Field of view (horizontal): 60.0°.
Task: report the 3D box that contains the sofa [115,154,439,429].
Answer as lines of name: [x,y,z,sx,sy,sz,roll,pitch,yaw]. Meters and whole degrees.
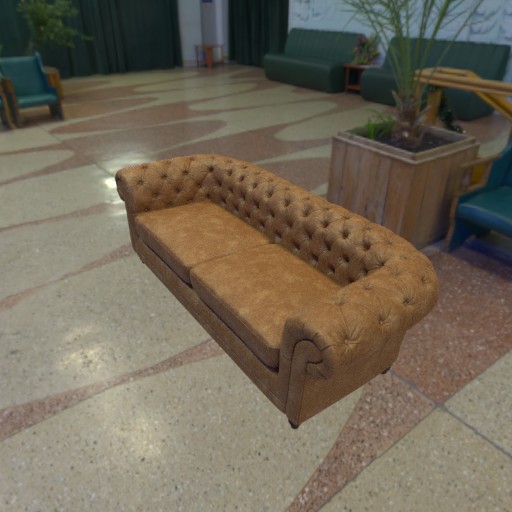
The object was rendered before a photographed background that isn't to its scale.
sofa: [0.000,0.000,2.848,0.989,0.760,2.365,-19,36,-29]
